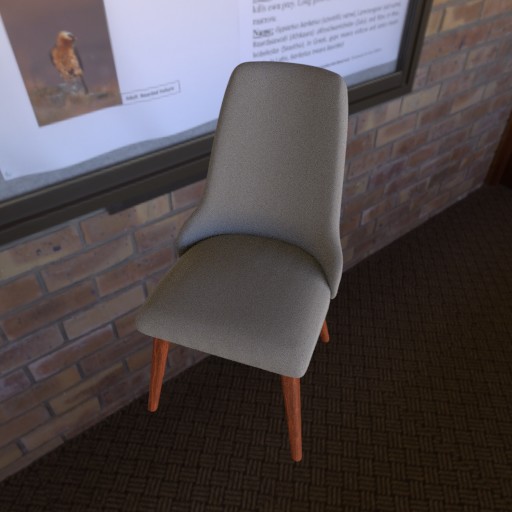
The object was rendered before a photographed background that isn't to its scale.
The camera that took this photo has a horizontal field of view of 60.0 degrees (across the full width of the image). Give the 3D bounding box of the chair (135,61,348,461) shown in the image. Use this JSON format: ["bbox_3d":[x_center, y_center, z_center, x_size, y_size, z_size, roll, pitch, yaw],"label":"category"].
[{"bbox_3d":[0.000,0.000,1.342,0.535,0.918,0.707,14,43,15],"label":"chair"}]
